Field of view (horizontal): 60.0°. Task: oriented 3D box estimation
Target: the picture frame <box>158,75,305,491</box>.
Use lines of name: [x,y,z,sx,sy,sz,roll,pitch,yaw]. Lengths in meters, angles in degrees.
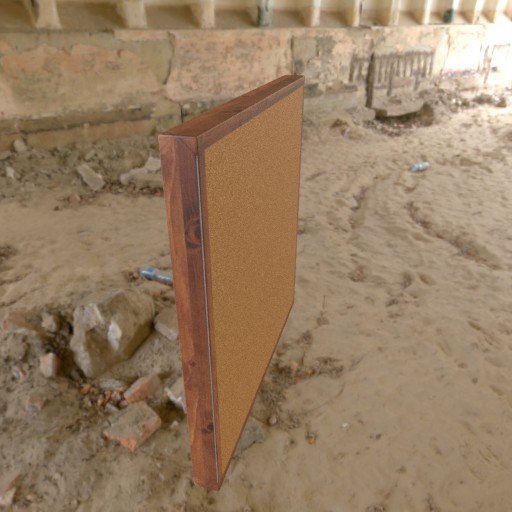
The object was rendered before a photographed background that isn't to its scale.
picture frame: [0.000,0.000,0.515,0.028,0.356,0.352,8,29,15]
